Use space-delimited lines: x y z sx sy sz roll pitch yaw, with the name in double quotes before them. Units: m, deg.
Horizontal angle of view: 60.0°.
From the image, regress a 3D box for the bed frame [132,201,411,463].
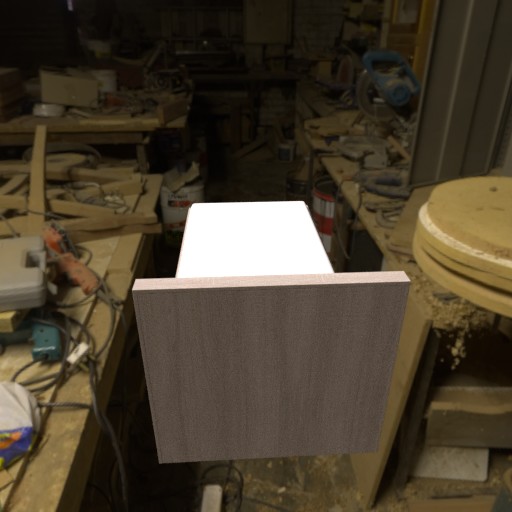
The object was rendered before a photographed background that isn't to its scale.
"bed frame" 0.000 0.000 2.726 0.990 0.920 2.140 -2 29 -3
